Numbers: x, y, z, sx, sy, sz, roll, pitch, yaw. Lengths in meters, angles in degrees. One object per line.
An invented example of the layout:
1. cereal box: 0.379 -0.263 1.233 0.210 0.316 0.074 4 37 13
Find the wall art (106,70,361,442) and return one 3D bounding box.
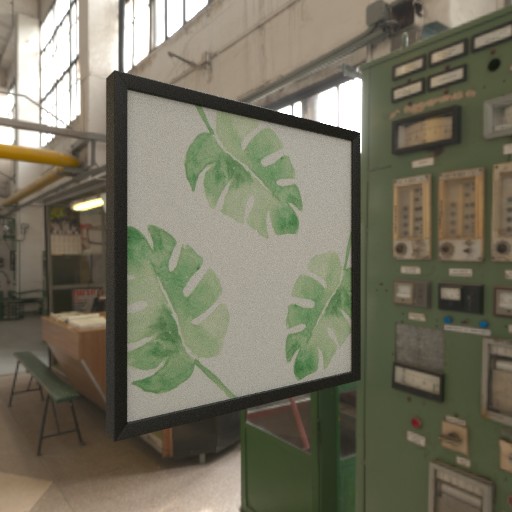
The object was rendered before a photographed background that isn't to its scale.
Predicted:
1. wall art: 0.000 0.000 0.770 0.508 0.508 0.036 0 0 -37
